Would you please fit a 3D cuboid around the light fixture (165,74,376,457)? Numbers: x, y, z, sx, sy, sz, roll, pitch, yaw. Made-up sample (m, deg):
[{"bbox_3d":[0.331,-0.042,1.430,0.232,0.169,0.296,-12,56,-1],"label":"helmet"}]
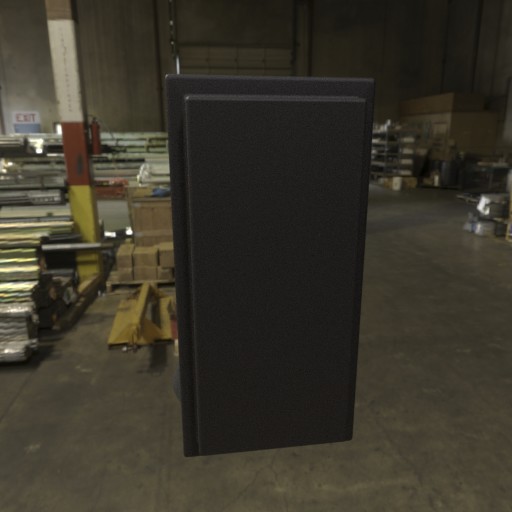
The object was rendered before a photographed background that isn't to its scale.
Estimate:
[{"bbox_3d":[0.000,0.000,0.420,0.170,0.298,0.207,-2,15,-8],"label":"light fixture"}]
